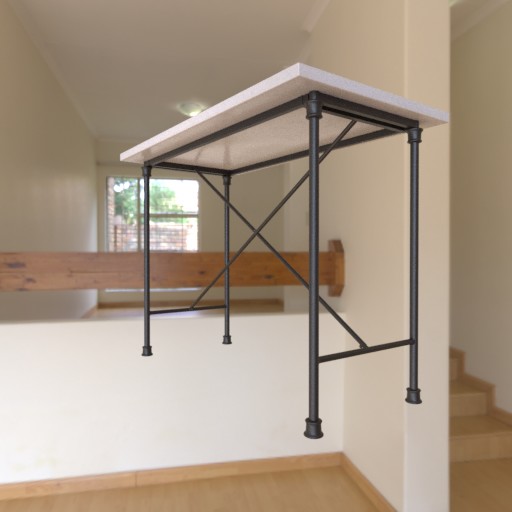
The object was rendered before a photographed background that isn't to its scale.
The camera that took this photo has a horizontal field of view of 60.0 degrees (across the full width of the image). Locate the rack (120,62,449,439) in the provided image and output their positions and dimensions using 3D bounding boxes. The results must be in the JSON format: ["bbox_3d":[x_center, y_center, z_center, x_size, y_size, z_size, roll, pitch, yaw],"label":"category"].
[{"bbox_3d":[0.000,0.000,1.641,0.613,0.880,1.159,0,1,-36],"label":"rack"}]
